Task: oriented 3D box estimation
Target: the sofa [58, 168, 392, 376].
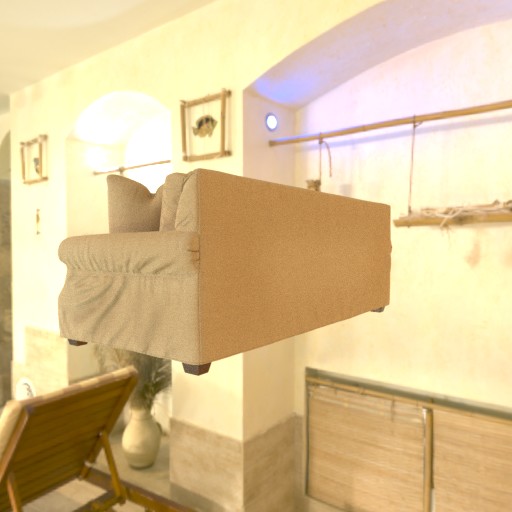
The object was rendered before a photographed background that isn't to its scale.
[{"bbox_3d":[0.000,0.000,2.892,1.067,0.904,2.285,1,2,36],"label":"sofa"}]
